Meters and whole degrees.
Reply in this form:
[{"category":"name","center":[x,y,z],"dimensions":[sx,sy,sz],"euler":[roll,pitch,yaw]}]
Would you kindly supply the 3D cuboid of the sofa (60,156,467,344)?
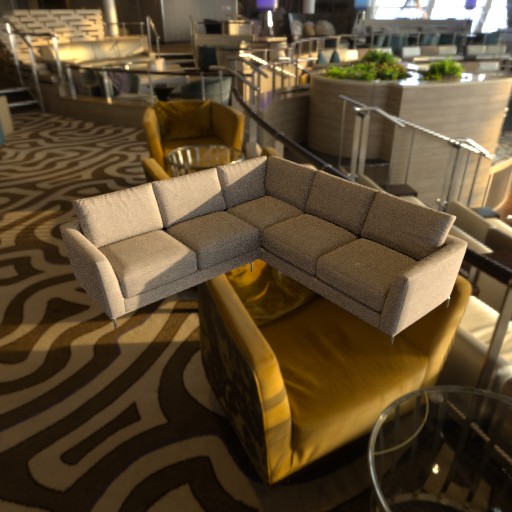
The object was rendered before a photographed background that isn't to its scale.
[{"category":"sofa","center":[0.000,0.000,3.736],"dimensions":[2.438,0.864,2.438],"euler":[-22,36,-34]}]
